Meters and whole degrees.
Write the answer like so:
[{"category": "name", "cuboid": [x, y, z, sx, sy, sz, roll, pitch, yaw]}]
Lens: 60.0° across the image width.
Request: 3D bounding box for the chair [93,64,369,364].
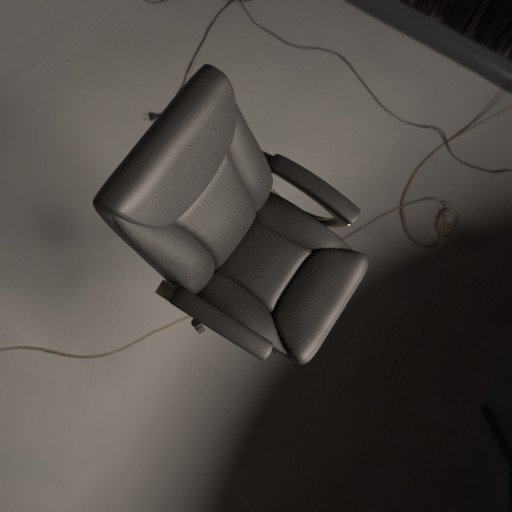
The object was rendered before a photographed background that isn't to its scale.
[{"category": "chair", "cuboid": [0.000, 0.000, 1.623, 0.748, 1.188, 0.694, 33, 78, 8]}]
